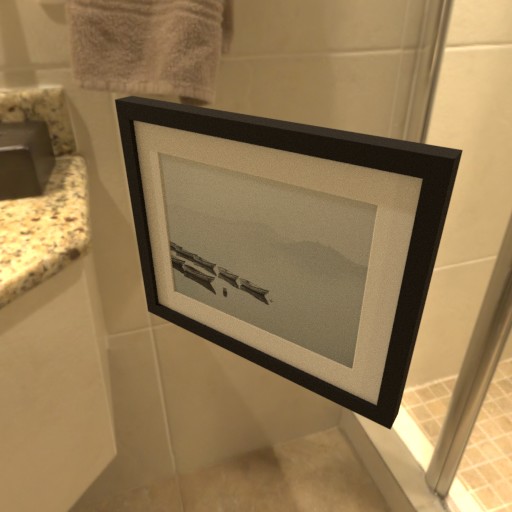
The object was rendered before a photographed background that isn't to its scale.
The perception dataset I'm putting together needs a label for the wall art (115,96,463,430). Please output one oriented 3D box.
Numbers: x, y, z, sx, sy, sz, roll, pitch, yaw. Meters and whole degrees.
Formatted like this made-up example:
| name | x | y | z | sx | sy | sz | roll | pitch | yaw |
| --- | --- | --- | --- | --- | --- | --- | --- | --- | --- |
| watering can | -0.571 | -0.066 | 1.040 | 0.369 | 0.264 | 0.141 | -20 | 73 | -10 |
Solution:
| name | x | y | z | sx | sy | sz | roll | pitch | yaw |
| --- | --- | --- | --- | --- | --- | --- | --- | --- | --- |
| wall art | 0.000 | 0.000 | 0.538 | 0.397 | 0.325 | 0.028 | 19 | 36 | 29 |
